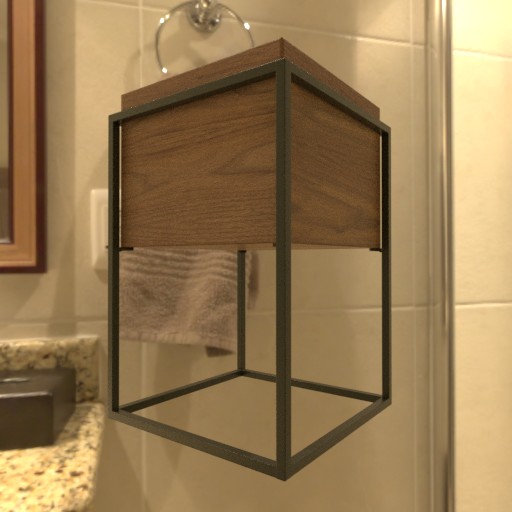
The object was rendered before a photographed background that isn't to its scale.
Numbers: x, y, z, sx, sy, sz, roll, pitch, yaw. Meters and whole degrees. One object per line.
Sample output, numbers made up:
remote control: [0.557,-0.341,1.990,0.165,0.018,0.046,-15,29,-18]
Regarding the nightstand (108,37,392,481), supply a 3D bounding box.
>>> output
nightstand: [0.000,0.000,0.870,0.397,0.607,0.397,0,-1,37]
